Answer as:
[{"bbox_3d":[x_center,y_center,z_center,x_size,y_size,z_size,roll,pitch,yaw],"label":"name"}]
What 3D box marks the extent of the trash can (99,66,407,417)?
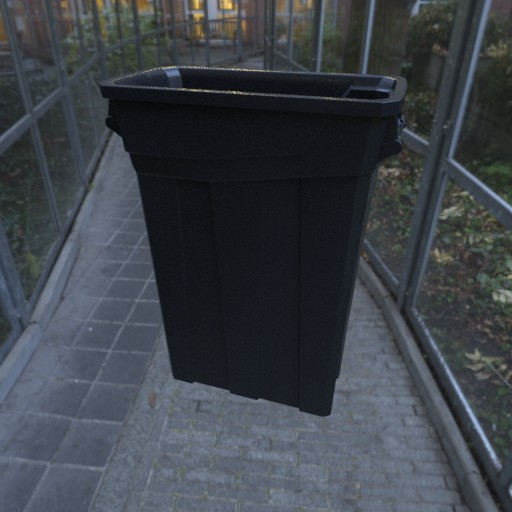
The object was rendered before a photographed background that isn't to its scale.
[{"bbox_3d":[0.000,0.000,1.022,0.559,0.762,0.281,9,31,16],"label":"trash can"}]
